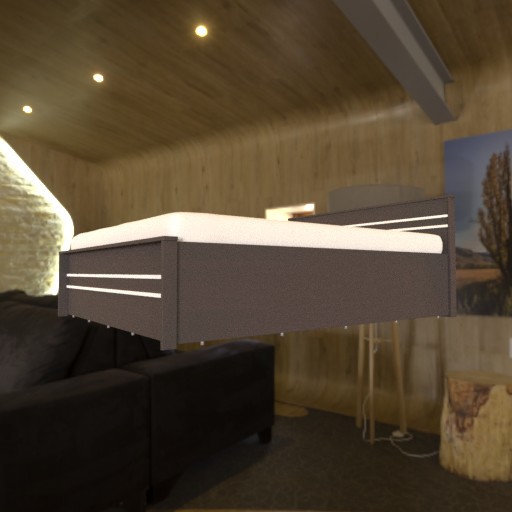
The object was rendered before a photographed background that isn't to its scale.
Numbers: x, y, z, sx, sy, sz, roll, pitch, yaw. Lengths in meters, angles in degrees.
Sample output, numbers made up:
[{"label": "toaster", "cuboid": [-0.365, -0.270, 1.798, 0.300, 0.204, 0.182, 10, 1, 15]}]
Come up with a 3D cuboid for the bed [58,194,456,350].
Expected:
[{"label": "bed", "cuboid": [0.000, 0.000, 2.968, 2.103, 0.808, 1.634, 2, -3, -37]}]
